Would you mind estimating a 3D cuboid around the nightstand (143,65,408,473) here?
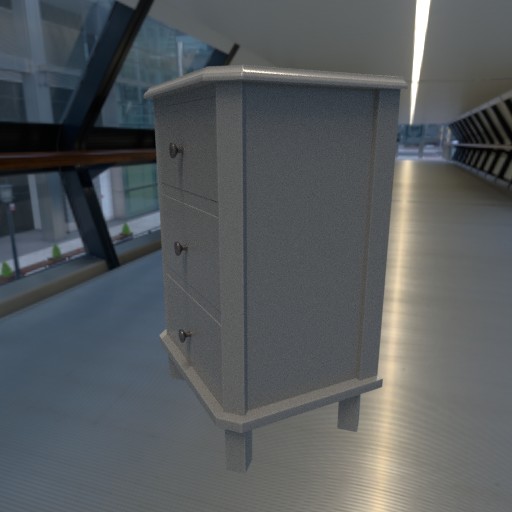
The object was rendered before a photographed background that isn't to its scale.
[{"bbox_3d":[0.000,0.000,0.936,0.348,0.680,0.435,-8,17,-26],"label":"nightstand"}]
